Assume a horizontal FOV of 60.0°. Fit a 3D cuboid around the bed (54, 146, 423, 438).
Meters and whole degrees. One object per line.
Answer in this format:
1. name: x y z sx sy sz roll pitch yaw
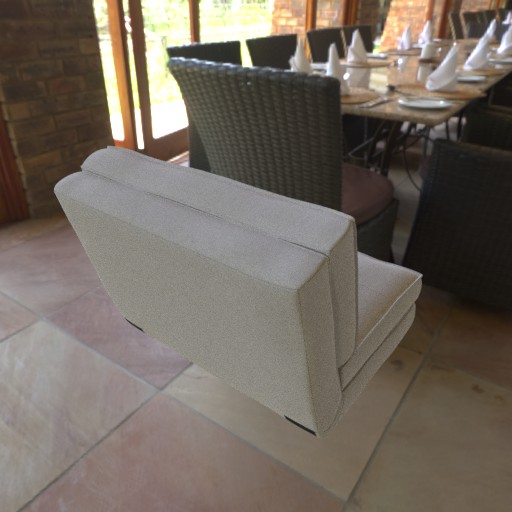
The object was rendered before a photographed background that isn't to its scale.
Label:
1. bed: 0.000 0.000 1.312 0.799 0.614 0.749 21 36 32
